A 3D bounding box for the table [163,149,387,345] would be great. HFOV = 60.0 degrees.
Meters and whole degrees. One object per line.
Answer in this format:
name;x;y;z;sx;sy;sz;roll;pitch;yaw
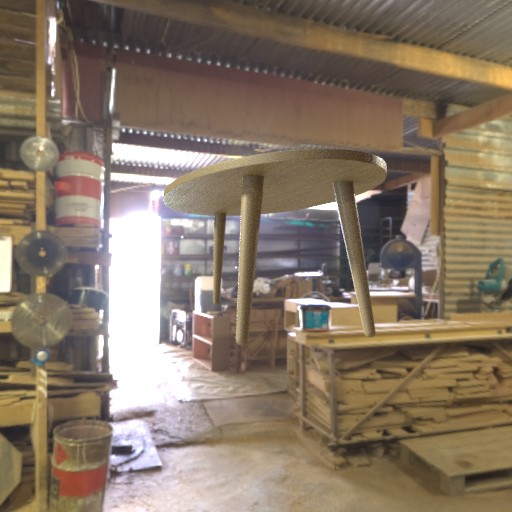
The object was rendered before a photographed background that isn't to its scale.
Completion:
table;0.000;0.000;1.348;0.542;0.390;1.083;0;-1;-19
